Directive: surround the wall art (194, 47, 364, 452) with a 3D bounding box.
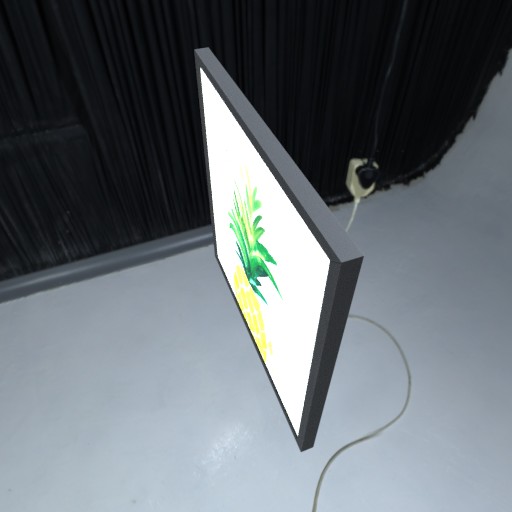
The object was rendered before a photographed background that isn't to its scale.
[{"bbox_3d":[0.000,0.000,1.147,0.037,0.760,0.762,-16,49,-14],"label":"wall art"}]
